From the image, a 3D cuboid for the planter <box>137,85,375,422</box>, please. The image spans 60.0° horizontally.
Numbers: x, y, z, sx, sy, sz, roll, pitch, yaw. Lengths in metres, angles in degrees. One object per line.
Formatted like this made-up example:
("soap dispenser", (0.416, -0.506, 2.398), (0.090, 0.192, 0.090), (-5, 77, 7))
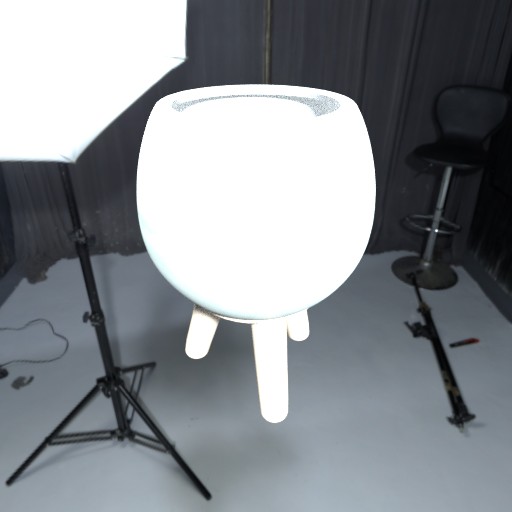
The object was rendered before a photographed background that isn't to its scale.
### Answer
("planter", (0.000, 0.000, 0.333), (0.161, 0.224, 0.161), (0, 30, 0))
